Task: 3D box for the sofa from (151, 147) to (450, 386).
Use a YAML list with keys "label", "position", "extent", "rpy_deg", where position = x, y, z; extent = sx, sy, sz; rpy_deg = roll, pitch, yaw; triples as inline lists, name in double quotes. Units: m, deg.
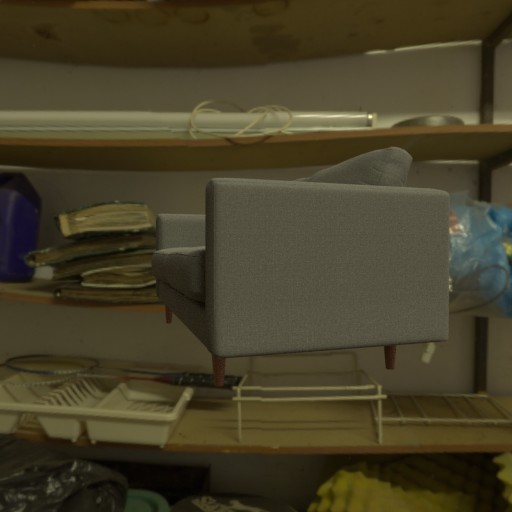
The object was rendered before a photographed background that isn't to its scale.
- label: "sofa"
  position: [0.000, 0.000, 2.266]
  extent: [0.940, 0.866, 1.713]
  rpy_deg: [0, 1, -18]
